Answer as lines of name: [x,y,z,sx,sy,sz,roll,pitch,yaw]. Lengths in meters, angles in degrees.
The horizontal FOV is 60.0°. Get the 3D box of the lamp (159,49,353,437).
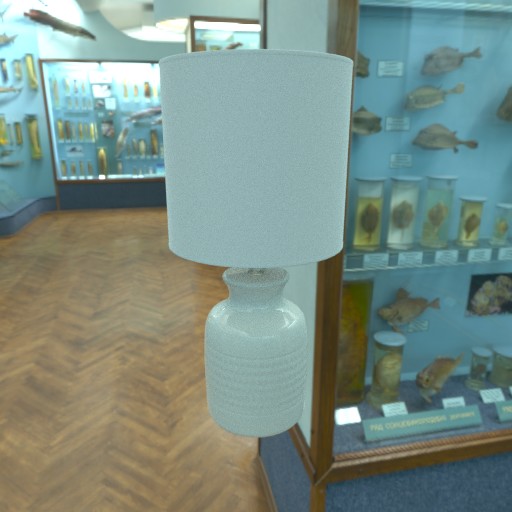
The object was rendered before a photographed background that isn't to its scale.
lamp: [0.000,0.000,0.491,0.188,0.392,0.188,-3,17,-10]
